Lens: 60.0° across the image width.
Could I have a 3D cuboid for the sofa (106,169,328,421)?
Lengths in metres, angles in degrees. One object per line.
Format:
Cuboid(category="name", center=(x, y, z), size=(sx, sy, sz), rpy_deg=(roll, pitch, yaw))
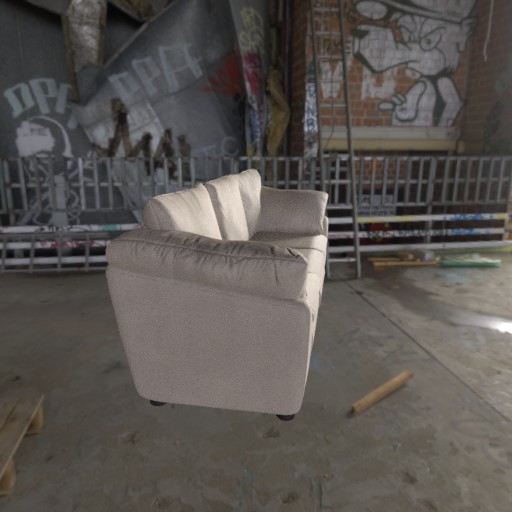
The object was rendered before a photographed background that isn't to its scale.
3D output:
Cuboid(category="sofa", center=(0.000, 0.000, 2.877), size=(0.878, 0.996, 2.334), rpy_deg=(3, 15, 10))
